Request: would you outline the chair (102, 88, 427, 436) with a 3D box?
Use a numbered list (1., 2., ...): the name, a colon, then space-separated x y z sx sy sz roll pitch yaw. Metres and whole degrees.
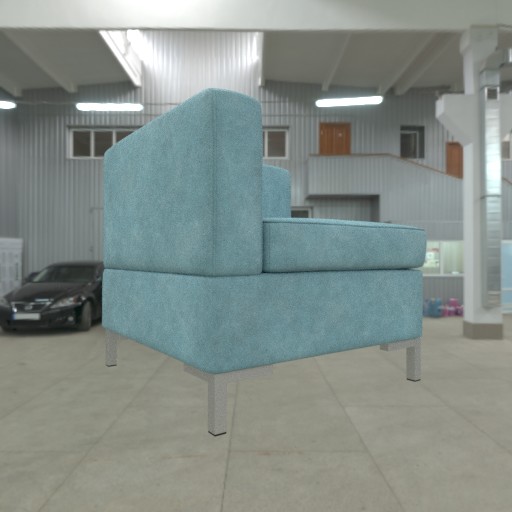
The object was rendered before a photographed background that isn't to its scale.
1. chair: 0.000 0.000 1.262 0.684 0.660 0.691 0 0 -36
